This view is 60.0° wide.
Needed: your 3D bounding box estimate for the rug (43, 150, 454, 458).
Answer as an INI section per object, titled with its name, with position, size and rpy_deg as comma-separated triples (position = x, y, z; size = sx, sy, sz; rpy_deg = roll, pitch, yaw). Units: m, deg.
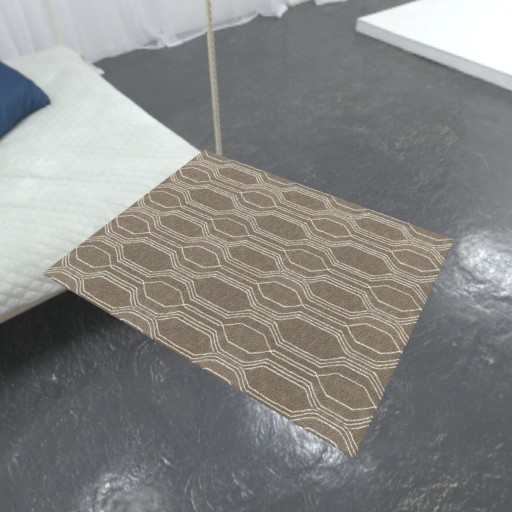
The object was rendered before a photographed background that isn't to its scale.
[rug]
position = 0.000, 0.000, 4.197
size = 3.062, 0.012, 2.457
rpy_deg = 24, 50, 22
